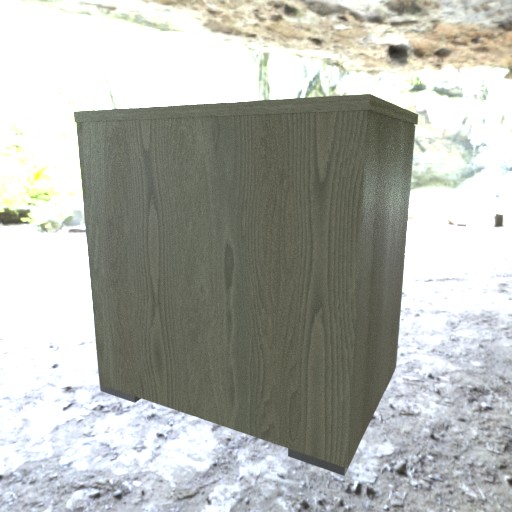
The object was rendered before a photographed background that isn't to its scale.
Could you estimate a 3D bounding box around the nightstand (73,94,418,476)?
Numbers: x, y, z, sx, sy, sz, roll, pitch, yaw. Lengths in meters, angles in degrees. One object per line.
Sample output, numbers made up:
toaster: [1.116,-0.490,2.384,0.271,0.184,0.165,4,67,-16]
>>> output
nightstand: [0.000,0.000,0.750,0.442,0.461,0.325,7,15,27]
